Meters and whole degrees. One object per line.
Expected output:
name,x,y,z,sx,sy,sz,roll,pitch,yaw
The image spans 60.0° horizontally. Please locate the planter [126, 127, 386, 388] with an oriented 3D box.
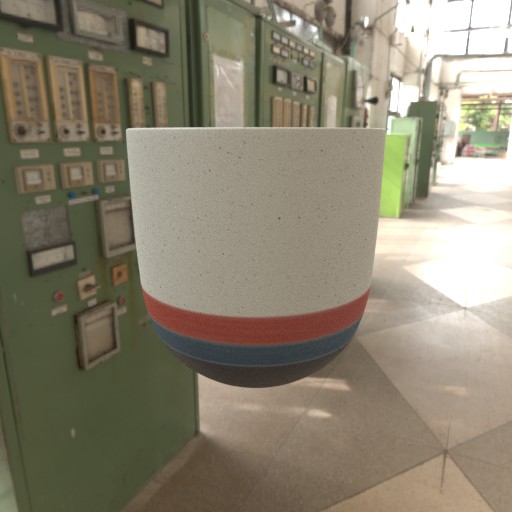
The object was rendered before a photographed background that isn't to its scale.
planter,0.000,0.000,0.389,0.204,0.214,0.204,0,15,0
